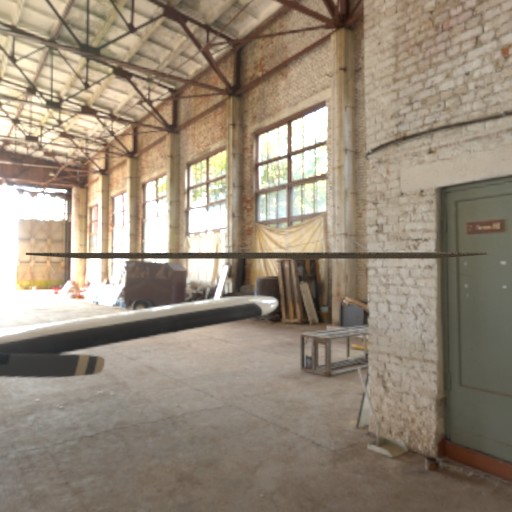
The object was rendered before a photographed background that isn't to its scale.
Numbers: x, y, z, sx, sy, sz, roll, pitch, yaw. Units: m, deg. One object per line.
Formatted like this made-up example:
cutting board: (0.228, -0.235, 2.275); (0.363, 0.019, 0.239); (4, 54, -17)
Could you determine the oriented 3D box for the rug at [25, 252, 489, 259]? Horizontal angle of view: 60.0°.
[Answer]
rug: (0.000, 0.000, 2.725); (2.452, 0.012, 0.775); (0, -2, 1)
